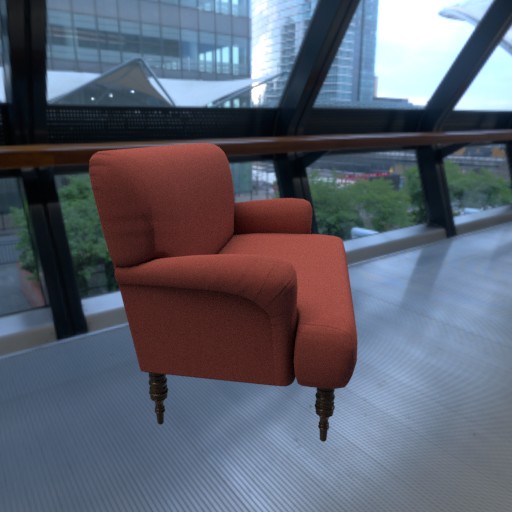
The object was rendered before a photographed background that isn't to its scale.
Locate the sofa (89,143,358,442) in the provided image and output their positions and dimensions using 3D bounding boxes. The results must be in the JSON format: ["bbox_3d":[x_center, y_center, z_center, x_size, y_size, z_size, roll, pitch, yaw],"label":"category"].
[{"bbox_3d":[0.000,0.000,1.844,0.779,0.889,1.297,2,16,9],"label":"sofa"}]
